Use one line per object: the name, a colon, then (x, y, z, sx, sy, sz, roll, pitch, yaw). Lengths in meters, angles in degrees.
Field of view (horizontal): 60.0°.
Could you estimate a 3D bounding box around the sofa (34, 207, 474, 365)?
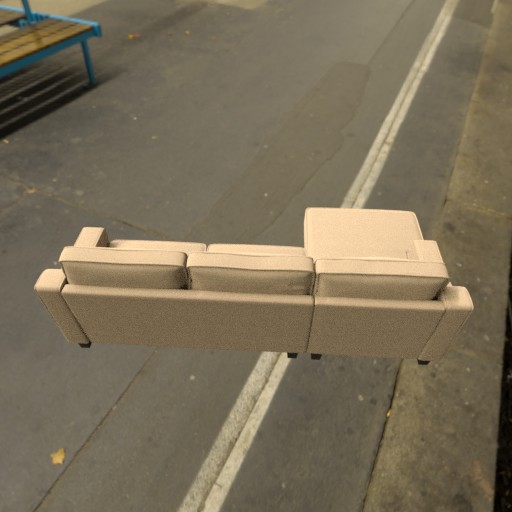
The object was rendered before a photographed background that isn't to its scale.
sofa: (0.000, 0.000, 3.212, 2.561, 0.928, 1.294, 2, 44, 2)
